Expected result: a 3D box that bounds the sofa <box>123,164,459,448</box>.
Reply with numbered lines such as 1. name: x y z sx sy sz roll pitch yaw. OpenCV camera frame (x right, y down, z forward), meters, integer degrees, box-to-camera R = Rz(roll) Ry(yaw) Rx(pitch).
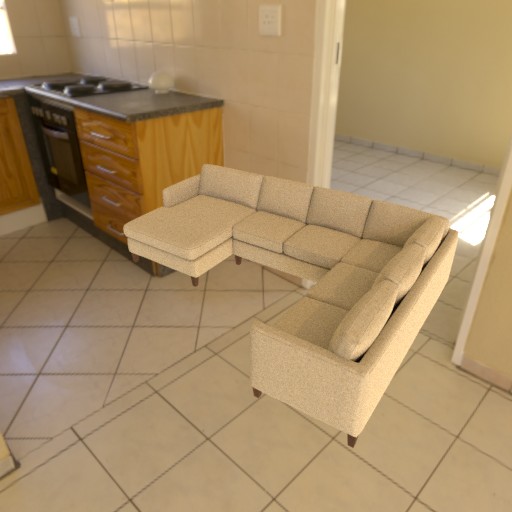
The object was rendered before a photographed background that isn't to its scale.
1. sofa: 0.000 0.000 4.679 3.460 0.959 2.593 19 34 30
